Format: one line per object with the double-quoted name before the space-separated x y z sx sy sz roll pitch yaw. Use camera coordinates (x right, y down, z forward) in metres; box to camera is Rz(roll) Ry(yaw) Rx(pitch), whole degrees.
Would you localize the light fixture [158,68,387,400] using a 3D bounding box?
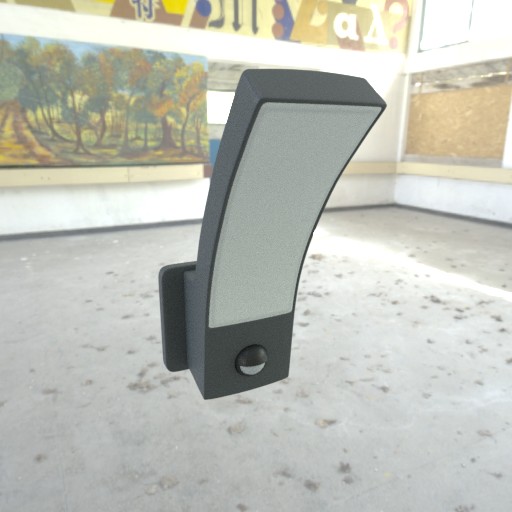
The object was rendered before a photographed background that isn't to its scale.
"light fixture" 0.000 0.000 0.332 0.108 0.243 0.174 -7 16 -26
